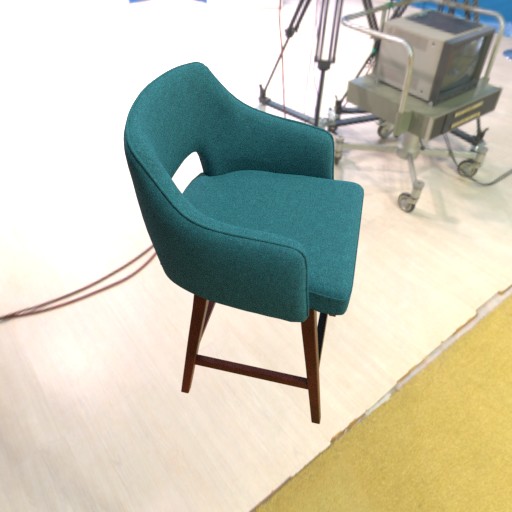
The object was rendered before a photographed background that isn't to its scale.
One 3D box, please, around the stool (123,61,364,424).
[{"bbox_3d":[0.000,0.000,1.308,0.556,0.961,0.548,10,46,10],"label":"stool"}]
